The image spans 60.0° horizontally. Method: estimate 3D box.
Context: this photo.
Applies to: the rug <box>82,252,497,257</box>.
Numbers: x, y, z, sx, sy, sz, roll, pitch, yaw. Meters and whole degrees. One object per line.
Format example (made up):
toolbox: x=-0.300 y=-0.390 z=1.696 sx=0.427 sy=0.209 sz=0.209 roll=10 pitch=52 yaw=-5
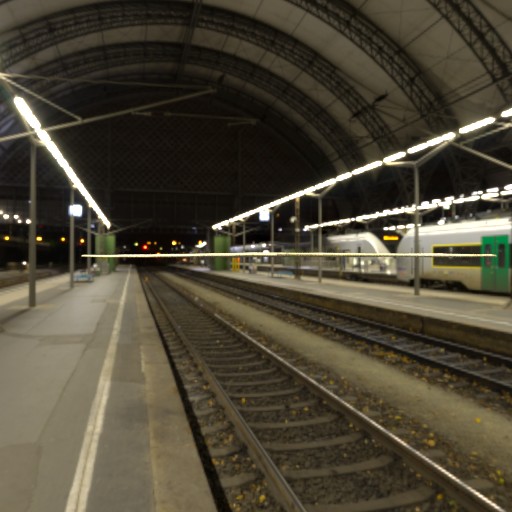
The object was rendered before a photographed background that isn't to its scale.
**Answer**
rug: x=0.000 y=0.000 z=2.308 sx=1.250 sy=0.015 sz=1.850 roll=0 pitch=0 yaw=-37
